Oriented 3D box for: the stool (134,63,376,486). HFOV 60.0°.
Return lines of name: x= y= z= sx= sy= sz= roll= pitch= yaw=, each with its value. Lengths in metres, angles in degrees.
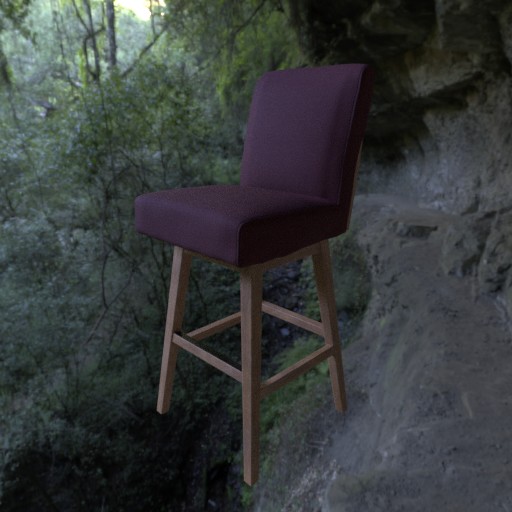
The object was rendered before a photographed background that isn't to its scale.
stool: x=0.000 y=0.000 z=1.347 sx=0.468 sy=1.093 sz=0.562 roll=17 pitch=25 yaw=42
